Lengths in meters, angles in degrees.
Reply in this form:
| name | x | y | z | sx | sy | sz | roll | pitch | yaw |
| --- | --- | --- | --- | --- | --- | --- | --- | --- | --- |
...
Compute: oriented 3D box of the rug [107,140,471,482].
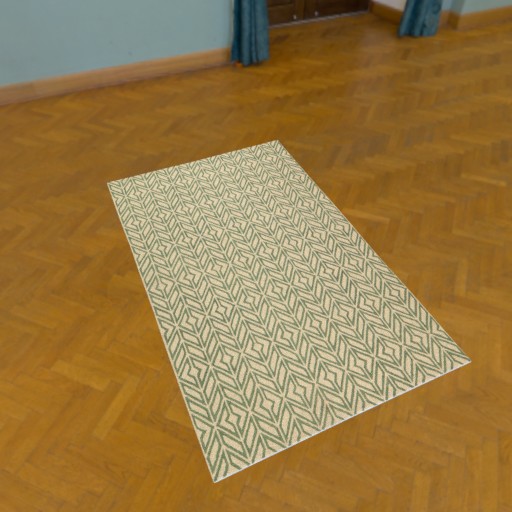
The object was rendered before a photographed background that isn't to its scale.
| name | x | y | z | sx | sy | sz | roll | pitch | yaw |
| --- | --- | --- | --- | --- | --- | --- | --- | --- | --- |
| rug | 0.000 | 0.000 | 2.995 | 1.517 | 0.011 | 2.435 | -18 | 49 | -16 |
